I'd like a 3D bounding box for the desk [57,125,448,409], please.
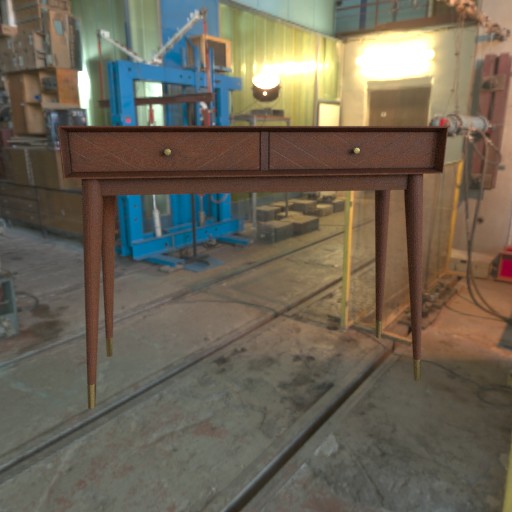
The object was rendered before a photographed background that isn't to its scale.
[{"bbox_3d":[0.000,0.000,1.634,1.204,0.917,0.384,-2,16,-8],"label":"desk"}]
